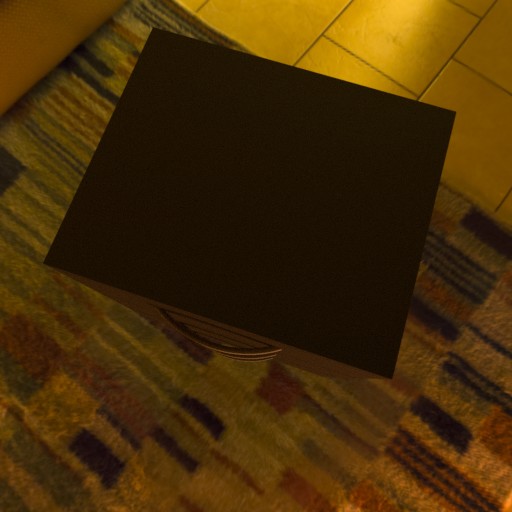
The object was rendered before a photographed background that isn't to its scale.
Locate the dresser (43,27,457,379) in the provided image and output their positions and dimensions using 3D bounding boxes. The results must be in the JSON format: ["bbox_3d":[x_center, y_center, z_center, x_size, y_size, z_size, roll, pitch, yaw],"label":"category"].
[{"bbox_3d":[0.000,0.000,0.786,0.400,0.560,0.360,18,76,5],"label":"dresser"}]
